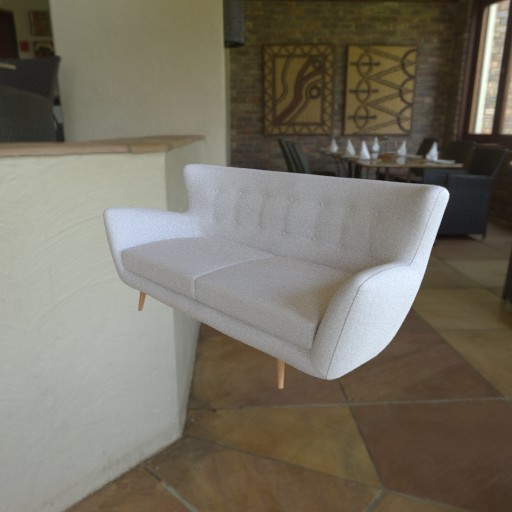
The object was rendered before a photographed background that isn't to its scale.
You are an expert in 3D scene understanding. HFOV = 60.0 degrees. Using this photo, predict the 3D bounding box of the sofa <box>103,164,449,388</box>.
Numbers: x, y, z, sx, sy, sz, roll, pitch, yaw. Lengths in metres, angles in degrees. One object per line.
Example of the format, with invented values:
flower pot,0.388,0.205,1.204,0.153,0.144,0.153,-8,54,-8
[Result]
sofa,0.000,0.000,2.464,0.899,0.890,1.930,-15,22,-42
